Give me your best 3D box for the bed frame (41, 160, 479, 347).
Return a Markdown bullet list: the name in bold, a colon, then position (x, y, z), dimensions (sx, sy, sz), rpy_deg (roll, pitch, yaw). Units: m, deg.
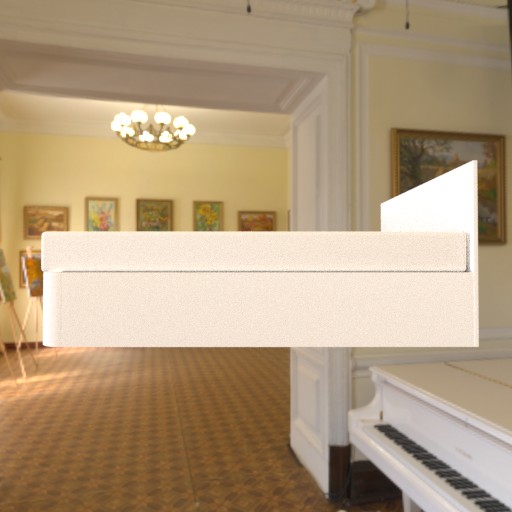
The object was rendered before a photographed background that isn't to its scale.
- **bed frame**: position (0.000, 0.000, 2.597), dimensions (1.900, 0.800, 1.400), rpy_deg (0, -1, 0)
